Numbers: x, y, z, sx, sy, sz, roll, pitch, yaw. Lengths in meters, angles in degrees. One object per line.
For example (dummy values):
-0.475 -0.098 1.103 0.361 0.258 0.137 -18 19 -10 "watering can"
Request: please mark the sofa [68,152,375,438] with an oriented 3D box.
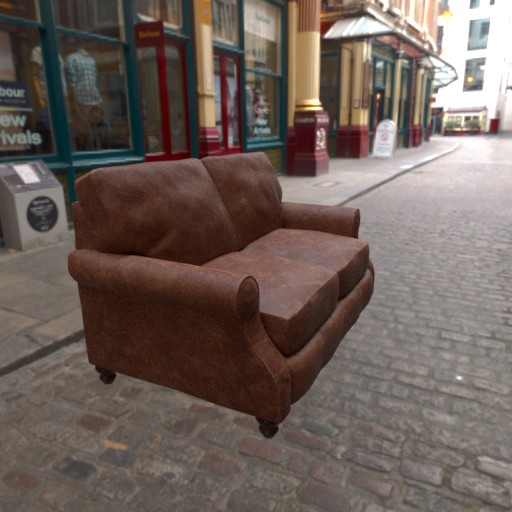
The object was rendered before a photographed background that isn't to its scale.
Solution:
0.000 0.000 2.262 0.990 0.967 1.616 8 18 26 "sofa"
